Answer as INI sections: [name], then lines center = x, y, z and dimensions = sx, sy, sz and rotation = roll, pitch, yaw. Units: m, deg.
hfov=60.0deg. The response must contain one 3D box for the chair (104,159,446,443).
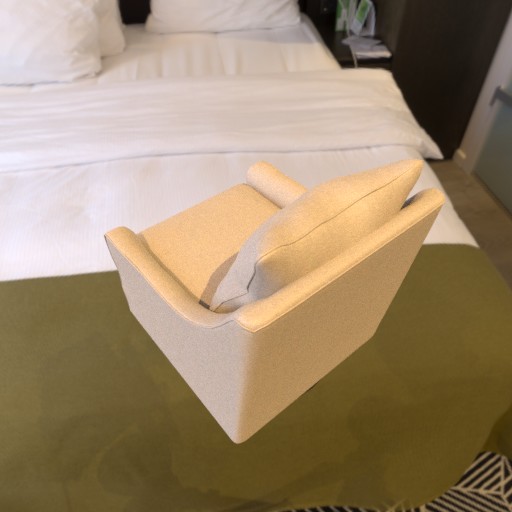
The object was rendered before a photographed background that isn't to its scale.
[chair]
center = 0.000, 0.000, 1.591
dimensions = 0.760, 0.942, 0.876
rotation = -31, 53, -26
